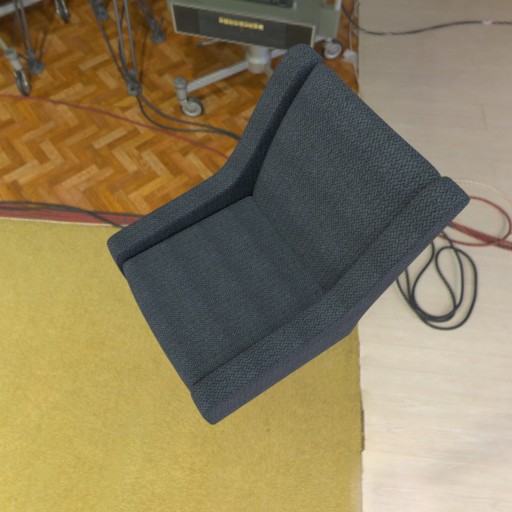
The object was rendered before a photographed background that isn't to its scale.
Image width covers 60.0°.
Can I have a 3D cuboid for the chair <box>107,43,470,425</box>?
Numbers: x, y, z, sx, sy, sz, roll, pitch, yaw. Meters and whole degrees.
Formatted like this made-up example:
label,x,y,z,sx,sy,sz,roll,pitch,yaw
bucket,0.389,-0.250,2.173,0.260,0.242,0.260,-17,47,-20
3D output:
label,x,y,z,sx,sy,sz,roll,pitch,yaw
chair,0.000,0.000,1.693,0.944,1.012,0.793,-30,66,-15
